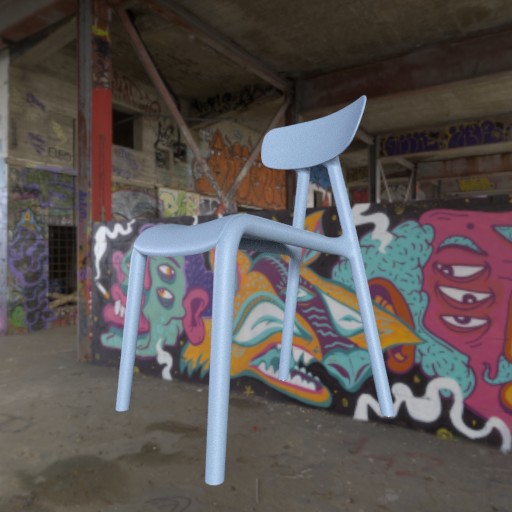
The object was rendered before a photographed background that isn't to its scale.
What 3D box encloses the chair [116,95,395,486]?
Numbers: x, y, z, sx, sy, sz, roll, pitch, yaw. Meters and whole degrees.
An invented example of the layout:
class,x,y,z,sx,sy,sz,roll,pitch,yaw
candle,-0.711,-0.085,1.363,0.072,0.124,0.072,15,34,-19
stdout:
class,x,y,z,sx,sy,sz,roll,pitch,yaw
chair,0.000,0.000,0.811,0.401,0.580,0.356,0,0,-37
